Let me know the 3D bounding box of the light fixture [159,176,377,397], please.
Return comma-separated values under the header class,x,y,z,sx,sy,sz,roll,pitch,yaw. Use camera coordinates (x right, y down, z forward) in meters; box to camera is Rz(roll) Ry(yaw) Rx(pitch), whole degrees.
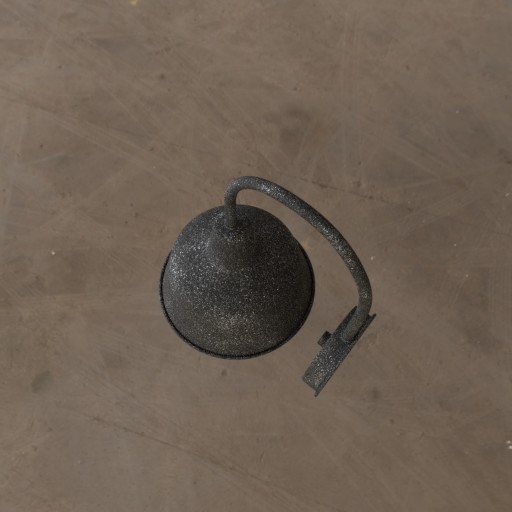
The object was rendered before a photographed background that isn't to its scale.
class,x,y,z,sx,sy,sz,roll,pitch,yaw
light fixture,0.000,0.000,0.495,0.283,0.300,0.216,36,69,17
